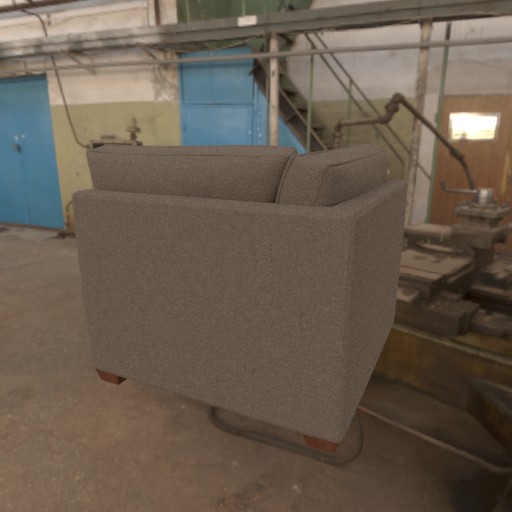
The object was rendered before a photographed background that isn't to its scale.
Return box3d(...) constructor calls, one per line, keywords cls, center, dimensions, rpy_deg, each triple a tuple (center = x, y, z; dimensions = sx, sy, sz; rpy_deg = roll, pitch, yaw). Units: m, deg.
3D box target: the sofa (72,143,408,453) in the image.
box3d(cls="sofa", center=(0.000, 0.000, 2.023), dimensions=(1.146, 1.002, 1.084), rpy_deg=(8, 17, 25))
